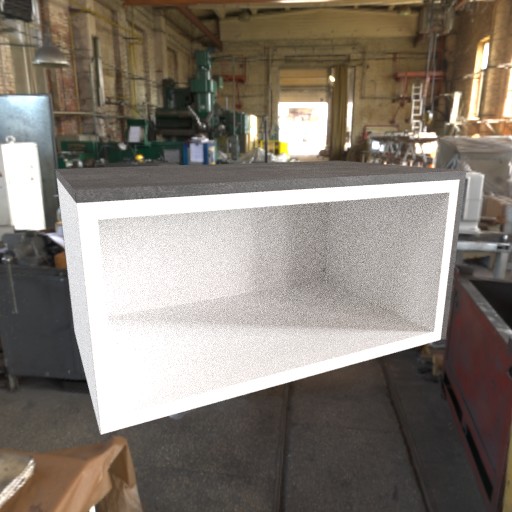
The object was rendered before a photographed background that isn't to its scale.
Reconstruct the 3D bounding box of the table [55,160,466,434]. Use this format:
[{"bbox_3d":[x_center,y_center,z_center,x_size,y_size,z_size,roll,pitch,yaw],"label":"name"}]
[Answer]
[{"bbox_3d":[0.000,0.000,0.914,0.700,0.350,0.400,-7,17,-26],"label":"table"}]
